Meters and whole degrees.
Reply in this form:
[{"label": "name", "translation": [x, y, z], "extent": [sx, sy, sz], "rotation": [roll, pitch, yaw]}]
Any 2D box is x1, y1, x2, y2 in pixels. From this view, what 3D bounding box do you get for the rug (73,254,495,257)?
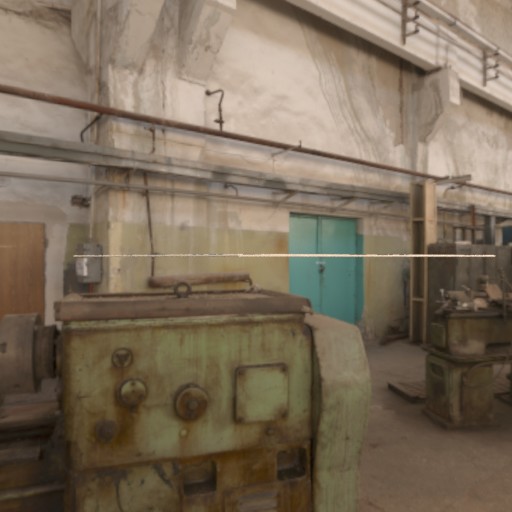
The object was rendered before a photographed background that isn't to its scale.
[{"label": "rug", "translation": [0.000, 0.000, 3.982], "extent": [2.423, 0.014, 3.040], "rotation": [0, 0, -36]}]
